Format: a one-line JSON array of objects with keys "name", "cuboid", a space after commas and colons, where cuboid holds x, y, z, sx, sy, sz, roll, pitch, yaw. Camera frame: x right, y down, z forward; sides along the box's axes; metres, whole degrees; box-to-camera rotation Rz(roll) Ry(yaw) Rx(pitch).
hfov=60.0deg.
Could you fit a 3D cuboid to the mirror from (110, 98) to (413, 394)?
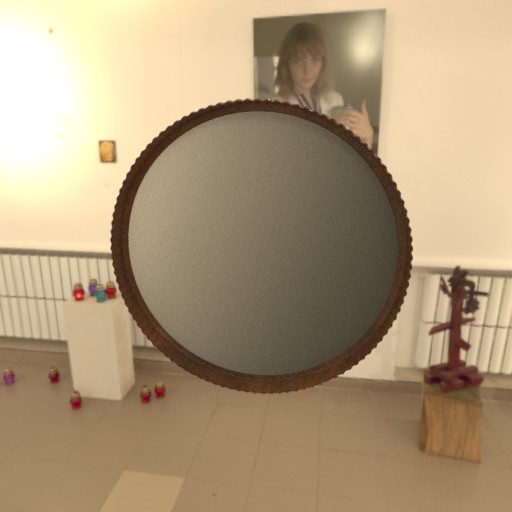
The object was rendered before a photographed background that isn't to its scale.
[{"name": "mirror", "cuboid": [0.000, 0.000, 0.907, 0.609, 0.609, 0.056, 2, 16, 9]}]
